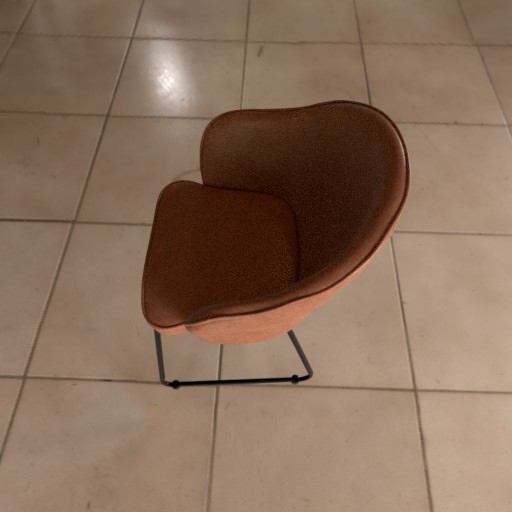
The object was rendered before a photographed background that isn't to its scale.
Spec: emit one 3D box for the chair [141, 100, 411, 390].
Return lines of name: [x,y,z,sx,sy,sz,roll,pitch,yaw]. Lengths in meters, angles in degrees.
chair: [0.000,0.000,1.179,0.580,0.785,0.582,1,58,0]
